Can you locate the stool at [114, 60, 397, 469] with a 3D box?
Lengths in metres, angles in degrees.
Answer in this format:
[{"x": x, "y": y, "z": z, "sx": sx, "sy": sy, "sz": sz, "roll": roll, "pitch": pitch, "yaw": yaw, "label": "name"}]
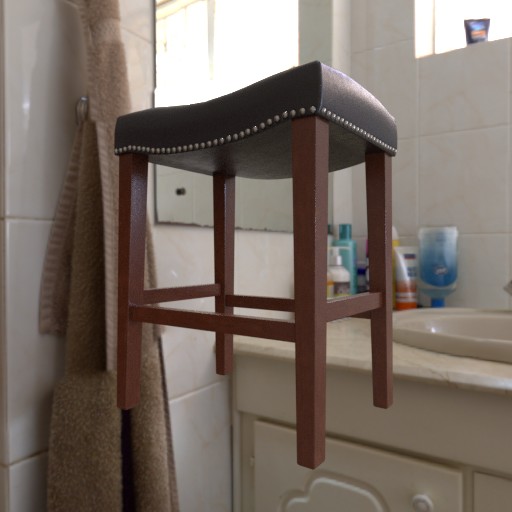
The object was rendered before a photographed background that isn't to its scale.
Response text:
[{"x": 0.000, "y": 0.000, "z": 0.961, "sx": 0.504, "sy": 0.654, "sz": 0.372, "roll": 0, "pitch": 0, "yaw": 36, "label": "stool"}]
